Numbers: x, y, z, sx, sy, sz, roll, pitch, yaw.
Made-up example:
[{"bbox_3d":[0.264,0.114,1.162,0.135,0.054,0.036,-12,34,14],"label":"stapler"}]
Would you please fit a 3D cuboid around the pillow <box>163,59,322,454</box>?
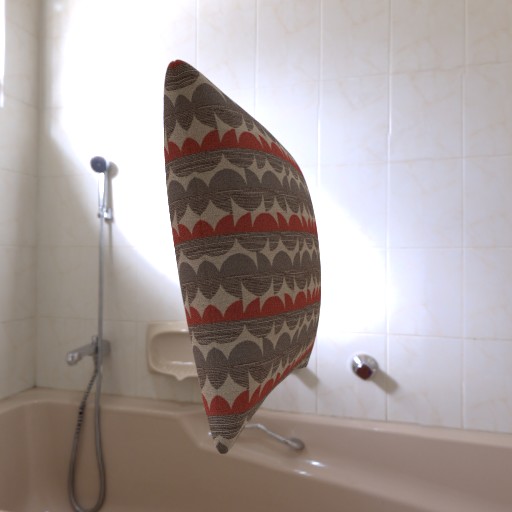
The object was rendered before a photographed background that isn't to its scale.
[{"bbox_3d":[0.000,0.000,0.642,0.180,0.410,0.420,0,-1,18],"label":"pillow"}]
